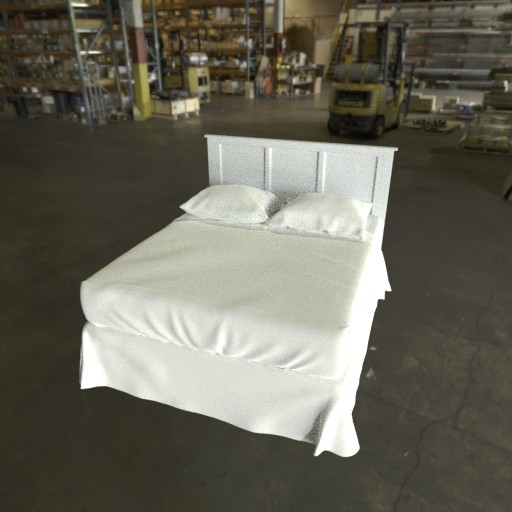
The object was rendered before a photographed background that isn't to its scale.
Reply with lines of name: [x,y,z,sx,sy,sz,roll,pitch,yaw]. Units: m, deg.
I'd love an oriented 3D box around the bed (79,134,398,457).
bed: [0.000,0.000,3.164,1.876,1.269,2.047,9,27,18]
